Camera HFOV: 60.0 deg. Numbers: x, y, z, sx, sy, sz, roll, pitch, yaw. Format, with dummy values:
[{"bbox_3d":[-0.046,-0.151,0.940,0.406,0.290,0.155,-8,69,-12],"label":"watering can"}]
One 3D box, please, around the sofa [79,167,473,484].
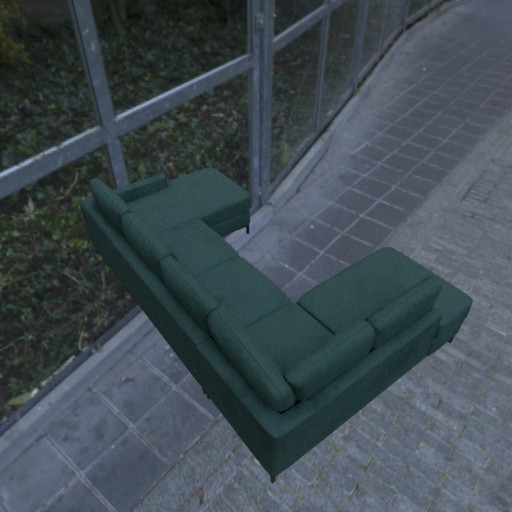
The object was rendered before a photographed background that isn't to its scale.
[{"bbox_3d":[0.000,0.000,3.864,1.992,0.861,2.994,-26,47,-27],"label":"sofa"}]
